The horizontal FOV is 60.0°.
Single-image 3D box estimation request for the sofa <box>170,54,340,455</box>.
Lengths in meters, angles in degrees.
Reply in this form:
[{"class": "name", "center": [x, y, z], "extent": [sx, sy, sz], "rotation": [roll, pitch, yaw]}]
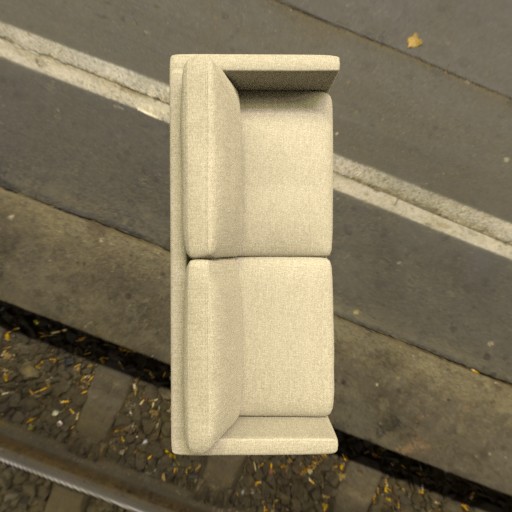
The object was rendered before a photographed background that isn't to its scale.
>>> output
[{"class": "sofa", "center": [0.000, 0.000, 2.688], "extent": [0.956, 0.960, 2.208], "rotation": [0, 91, -1]}]
